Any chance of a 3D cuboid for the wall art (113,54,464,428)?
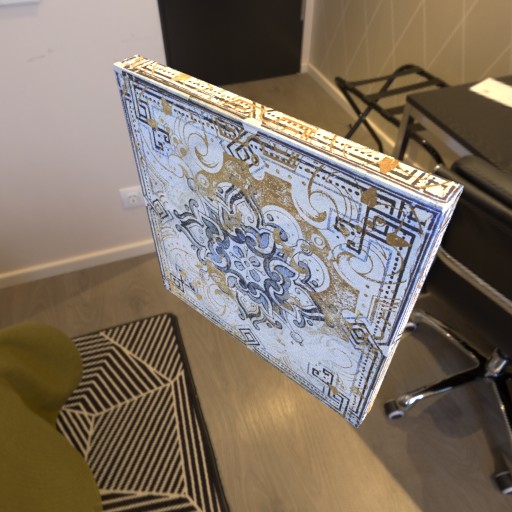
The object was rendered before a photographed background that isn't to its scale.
[{"bbox_3d":[0.000,0.000,0.589,0.411,0.410,0.038,31,54,26],"label":"wall art"}]
